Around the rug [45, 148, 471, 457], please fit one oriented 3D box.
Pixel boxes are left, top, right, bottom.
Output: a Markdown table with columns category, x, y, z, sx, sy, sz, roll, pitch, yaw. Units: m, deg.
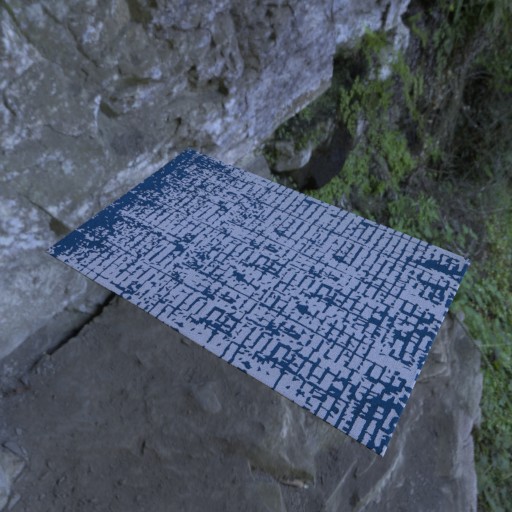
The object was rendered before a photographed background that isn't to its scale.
| category | x | y | z | sx | sy | sz | roll | pitch | yaw |
| --- | --- | --- | --- | --- | --- | --- | --- | --- | --- |
| rug | 0.000 | 0.000 | 2.980 | 2.435 | 0.011 | 1.517 | 26 | 51 | 22 |
